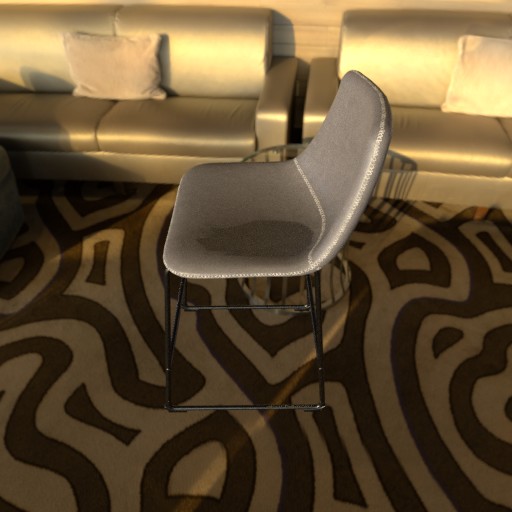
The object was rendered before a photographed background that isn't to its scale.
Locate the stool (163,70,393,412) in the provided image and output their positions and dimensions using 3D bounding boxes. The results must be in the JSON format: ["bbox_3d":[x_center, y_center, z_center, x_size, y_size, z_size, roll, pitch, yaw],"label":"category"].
[{"bbox_3d":[0.000,0.000,1.191,0.546,0.876,0.470,0,41,0],"label":"stool"}]
